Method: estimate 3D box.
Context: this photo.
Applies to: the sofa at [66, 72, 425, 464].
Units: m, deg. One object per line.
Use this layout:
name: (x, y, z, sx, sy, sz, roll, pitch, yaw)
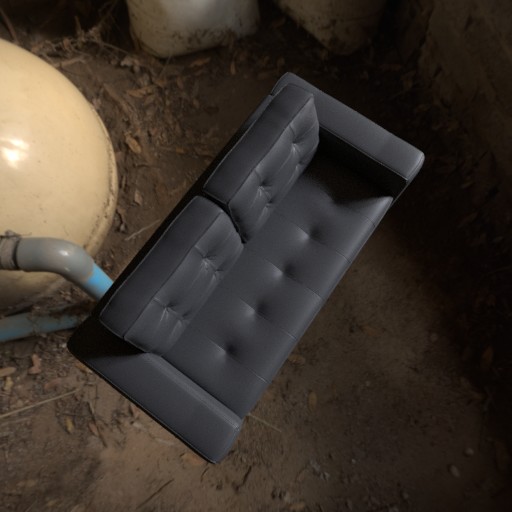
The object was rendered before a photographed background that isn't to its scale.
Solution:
sofa: (0.000, 0.000, 2.187, 0.833, 0.893, 1.726, 35, 78, 9)
